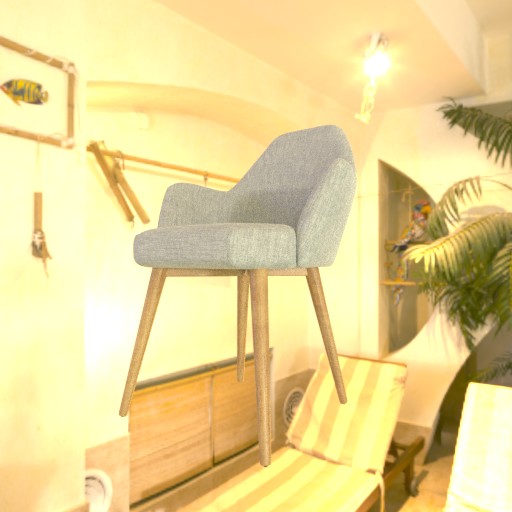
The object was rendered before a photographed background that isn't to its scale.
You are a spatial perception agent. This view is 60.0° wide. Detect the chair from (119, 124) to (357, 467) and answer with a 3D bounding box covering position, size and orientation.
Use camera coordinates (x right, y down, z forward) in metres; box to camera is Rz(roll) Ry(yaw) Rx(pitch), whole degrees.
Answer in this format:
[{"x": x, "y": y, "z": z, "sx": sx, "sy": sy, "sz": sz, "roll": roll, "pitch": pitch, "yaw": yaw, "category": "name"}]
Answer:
[{"x": 0.000, "y": 0.000, "z": 1.235, "sx": 0.590, "sy": 0.840, "sz": 0.610, "roll": 0, "pitch": -1, "yaw": 37, "category": "chair"}]
